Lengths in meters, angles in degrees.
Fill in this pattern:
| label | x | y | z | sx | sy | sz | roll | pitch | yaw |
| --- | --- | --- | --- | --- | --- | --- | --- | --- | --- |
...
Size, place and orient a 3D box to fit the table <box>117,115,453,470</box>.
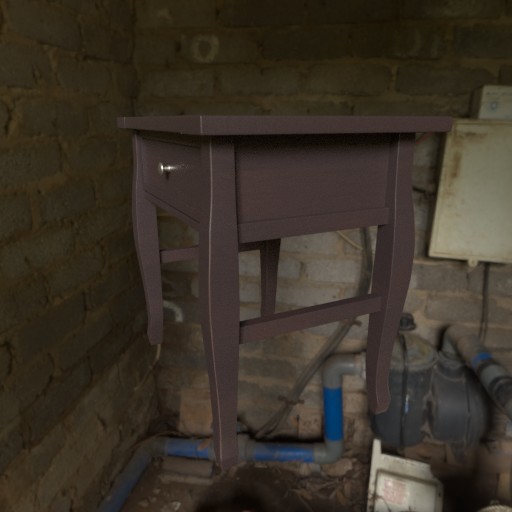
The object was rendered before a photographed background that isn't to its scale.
| label | x | y | z | sx | sy | sz | roll | pitch | yaw |
| --- | --- | --- | --- | --- | --- | --- | --- | --- | --- |
| table | 0.000 | 0.000 | 1.010 | 0.460 | 0.605 | 0.602 | -8 | 19 | -25 |
